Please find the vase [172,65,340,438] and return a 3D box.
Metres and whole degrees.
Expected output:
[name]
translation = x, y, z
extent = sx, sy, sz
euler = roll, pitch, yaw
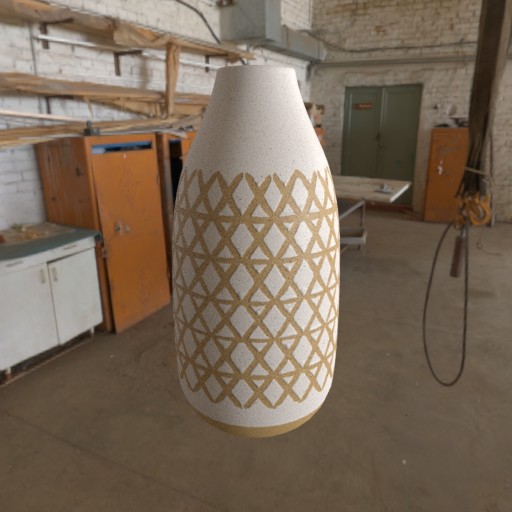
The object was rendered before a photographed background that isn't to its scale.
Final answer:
[vase]
translation = 0.000, 0.000, 0.487
extent = 0.186, 0.380, 0.186
euler = 0, 17, 0
